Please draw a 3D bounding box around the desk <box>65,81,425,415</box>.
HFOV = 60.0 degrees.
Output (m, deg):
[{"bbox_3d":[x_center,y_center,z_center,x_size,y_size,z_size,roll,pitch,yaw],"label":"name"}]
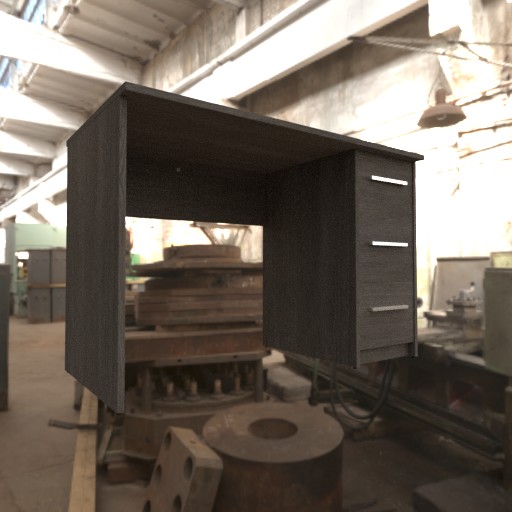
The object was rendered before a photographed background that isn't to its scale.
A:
[{"bbox_3d":[0.000,0.000,1.503,1.097,0.735,0.560,1,-2,-35],"label":"desk"}]
